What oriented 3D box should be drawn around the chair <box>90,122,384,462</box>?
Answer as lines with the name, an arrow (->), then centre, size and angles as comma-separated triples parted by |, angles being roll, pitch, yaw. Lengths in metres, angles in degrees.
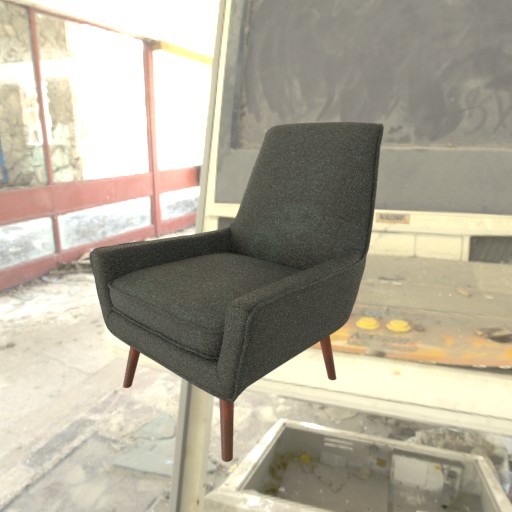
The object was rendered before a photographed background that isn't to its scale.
chair -> 0.000, 0.000, 1.506 | 0.763, 0.883, 0.859 | 14, 21, 42
